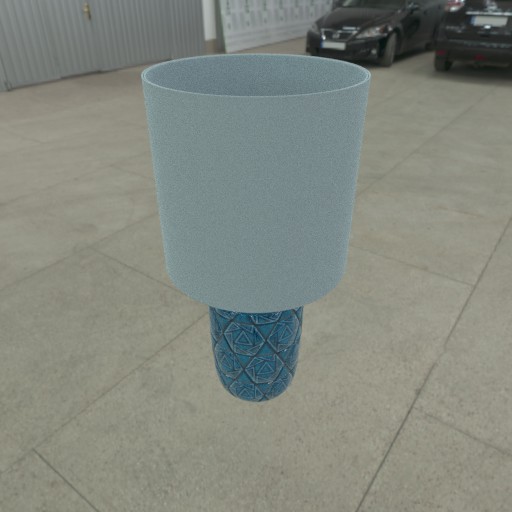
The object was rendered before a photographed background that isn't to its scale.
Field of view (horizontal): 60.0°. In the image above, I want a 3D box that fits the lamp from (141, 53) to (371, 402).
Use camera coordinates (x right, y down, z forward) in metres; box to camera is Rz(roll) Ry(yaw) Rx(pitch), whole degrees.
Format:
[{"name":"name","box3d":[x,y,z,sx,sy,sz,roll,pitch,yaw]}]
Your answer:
[{"name":"lamp","box3d":[0.000,0.000,0.482,0.193,0.377,0.193,0,32,1]}]
